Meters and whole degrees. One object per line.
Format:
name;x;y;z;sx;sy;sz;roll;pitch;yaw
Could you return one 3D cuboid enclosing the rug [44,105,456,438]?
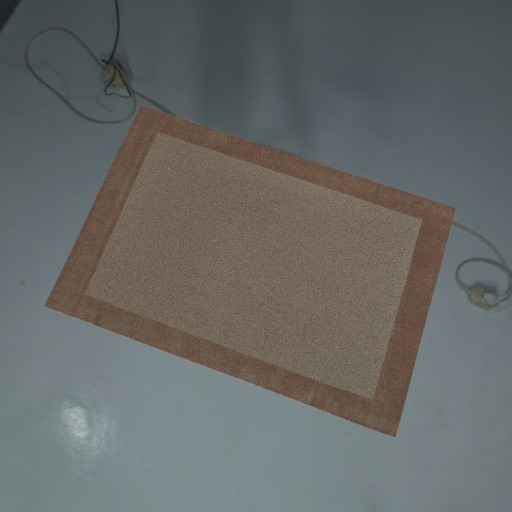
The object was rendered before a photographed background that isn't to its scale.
rug;0.000;0.000;2.297;1.829;0.014;1.219;19;76;5
